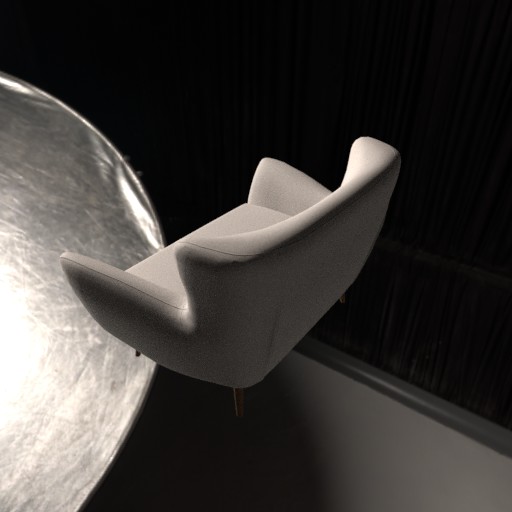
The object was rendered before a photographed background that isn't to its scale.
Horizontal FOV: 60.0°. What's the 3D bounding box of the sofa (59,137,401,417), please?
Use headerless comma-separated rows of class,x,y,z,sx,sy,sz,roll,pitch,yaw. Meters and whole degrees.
sofa,0.000,0.000,2.049,0.921,0.878,1.424,21,37,30
